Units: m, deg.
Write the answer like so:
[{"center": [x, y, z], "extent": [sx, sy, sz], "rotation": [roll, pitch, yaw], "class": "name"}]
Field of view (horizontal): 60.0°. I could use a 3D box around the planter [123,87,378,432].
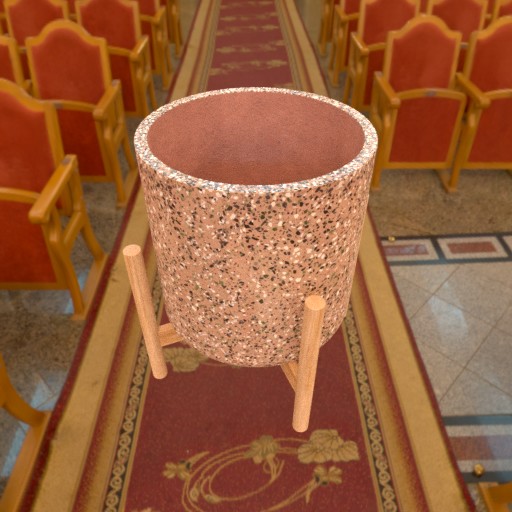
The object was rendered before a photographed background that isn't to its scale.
[{"center": [0.000, 0.000, 0.696], "extent": [0.360, 0.419, 0.360], "rotation": [0, 40, 0], "class": "planter"}]
